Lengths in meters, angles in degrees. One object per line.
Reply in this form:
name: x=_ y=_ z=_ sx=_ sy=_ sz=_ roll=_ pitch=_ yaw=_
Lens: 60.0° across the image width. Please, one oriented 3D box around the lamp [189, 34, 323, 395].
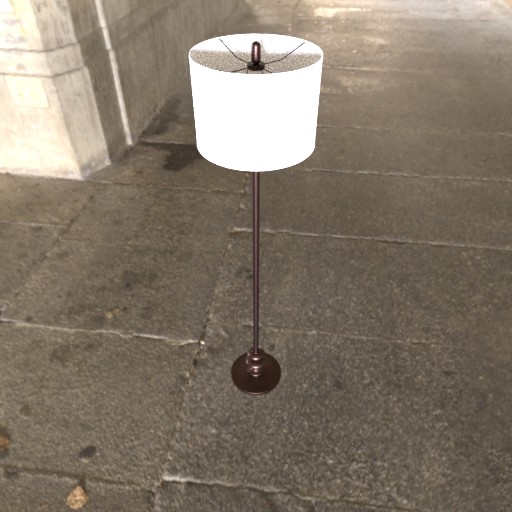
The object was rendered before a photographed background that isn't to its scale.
lamp: x=0.000 y=0.000 z=1.648 sx=0.356 sy=1.487 sz=0.356 roll=-26 pitch=47 yaw=-27
